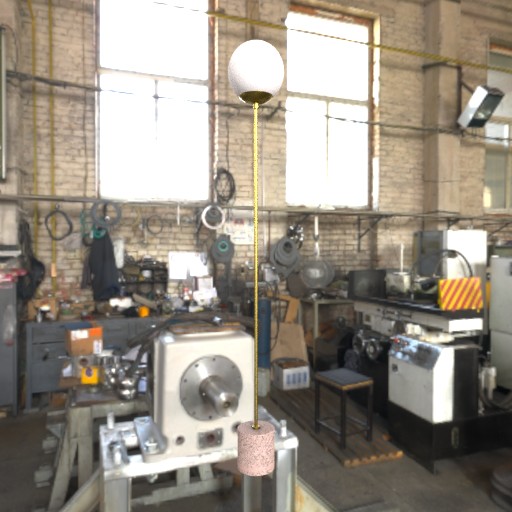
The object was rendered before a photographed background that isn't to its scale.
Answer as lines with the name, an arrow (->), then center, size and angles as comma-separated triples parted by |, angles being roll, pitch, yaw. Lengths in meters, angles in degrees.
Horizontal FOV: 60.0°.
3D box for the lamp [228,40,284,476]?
lamp -> 0.000, 0.000, 1.826 | 0.229, 1.748, 0.229 | 0, 1, 37
